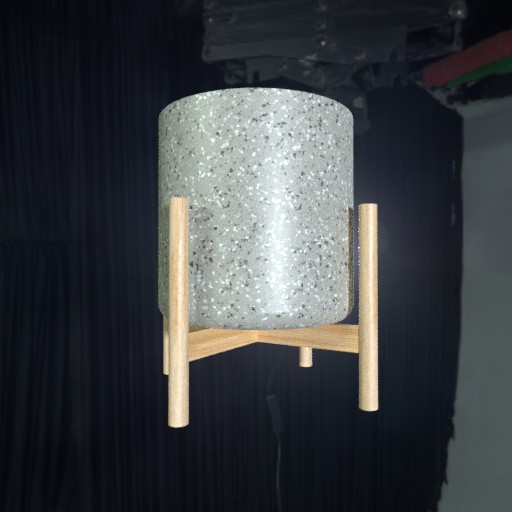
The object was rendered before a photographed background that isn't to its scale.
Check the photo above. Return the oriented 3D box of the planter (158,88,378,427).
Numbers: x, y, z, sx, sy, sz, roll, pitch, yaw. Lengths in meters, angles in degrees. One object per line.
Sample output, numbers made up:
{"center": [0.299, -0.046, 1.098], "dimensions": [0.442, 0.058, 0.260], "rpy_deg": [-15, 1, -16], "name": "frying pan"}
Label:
{"center": [0.000, 0.000, 0.705], "dimensions": [0.360, 0.419, 0.360], "rpy_deg": [1, -1, -36], "name": "planter"}
